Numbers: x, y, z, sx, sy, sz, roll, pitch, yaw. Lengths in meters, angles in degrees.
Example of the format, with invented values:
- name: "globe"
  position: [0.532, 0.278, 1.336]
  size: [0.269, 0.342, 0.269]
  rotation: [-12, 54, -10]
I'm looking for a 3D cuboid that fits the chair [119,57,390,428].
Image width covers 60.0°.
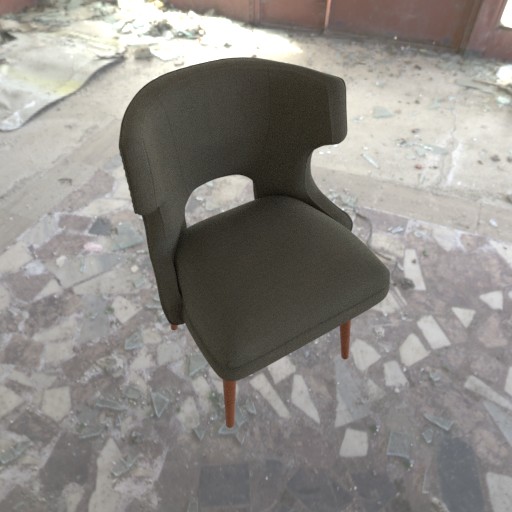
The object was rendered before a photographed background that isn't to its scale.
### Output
- name: "chair"
  position: [0.000, 0.000, 1.229]
  size: [0.595, 0.863, 0.581]
  rotation: [-24, 52, -21]
